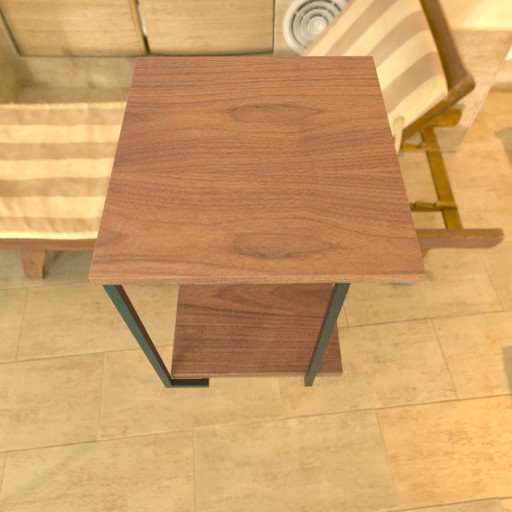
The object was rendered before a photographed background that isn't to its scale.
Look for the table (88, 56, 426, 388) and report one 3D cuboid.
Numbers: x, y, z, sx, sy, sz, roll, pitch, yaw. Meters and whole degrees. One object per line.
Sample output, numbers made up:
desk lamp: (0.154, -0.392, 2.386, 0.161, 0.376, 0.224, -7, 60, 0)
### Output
table: (0.000, 0.000, 0.850, 0.384, 0.567, 0.411, 0, 58, 0)
